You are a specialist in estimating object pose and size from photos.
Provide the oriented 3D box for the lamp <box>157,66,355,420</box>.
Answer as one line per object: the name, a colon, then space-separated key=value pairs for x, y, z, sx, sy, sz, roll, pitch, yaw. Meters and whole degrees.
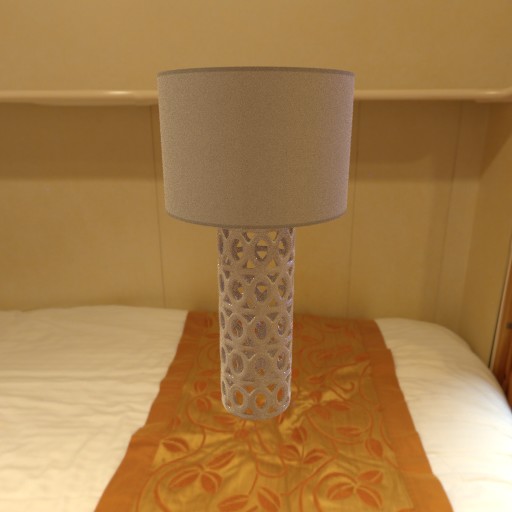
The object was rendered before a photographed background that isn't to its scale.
lamp: x=0.000 y=0.000 z=0.842 sx=0.324 sy=0.636 sz=0.325 roll=-16 pitch=24 yaw=-41
